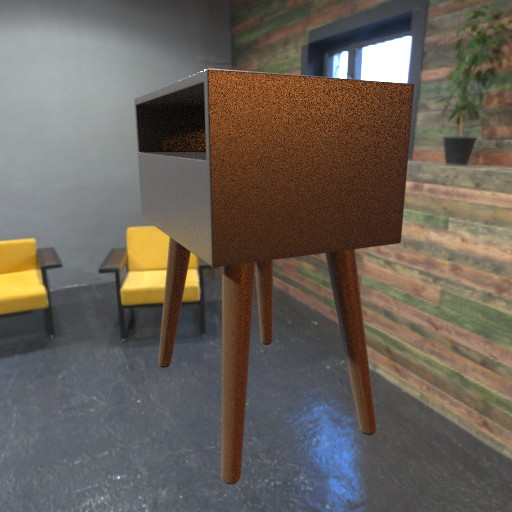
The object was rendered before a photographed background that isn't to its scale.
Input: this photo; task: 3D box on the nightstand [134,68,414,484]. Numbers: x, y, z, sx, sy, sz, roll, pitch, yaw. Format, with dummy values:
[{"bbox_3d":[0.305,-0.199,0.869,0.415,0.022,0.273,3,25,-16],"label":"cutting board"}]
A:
[{"bbox_3d":[0.000,0.000,0.729,0.288,0.508,0.370,-7,16,-25],"label":"nightstand"}]
